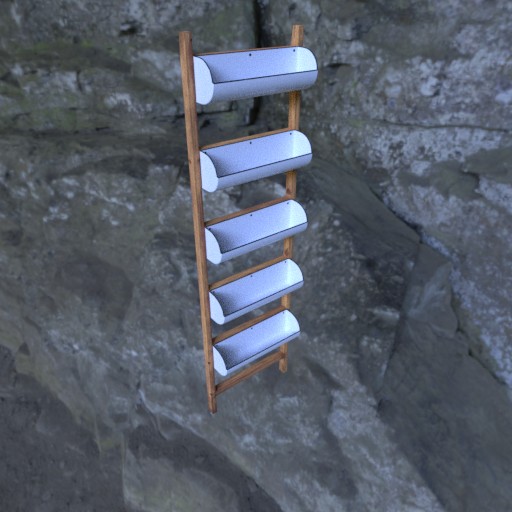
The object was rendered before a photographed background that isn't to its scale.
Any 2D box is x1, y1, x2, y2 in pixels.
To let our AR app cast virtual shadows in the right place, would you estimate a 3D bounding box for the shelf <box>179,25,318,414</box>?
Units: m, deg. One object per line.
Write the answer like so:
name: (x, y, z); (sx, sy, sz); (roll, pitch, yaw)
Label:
shelf: (0.000, 0.000, 1.752); (0.454, 1.600, 0.141); (-21, 37, -31)
